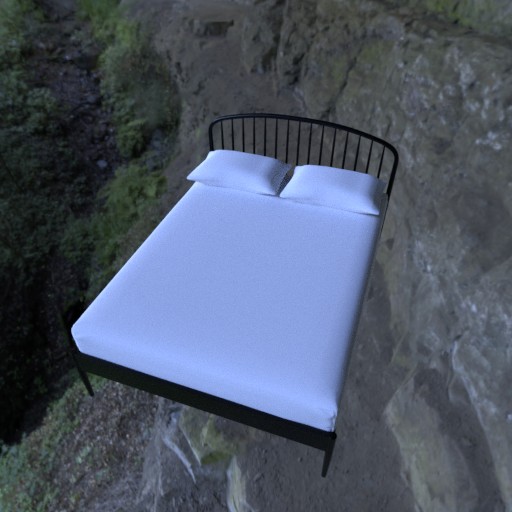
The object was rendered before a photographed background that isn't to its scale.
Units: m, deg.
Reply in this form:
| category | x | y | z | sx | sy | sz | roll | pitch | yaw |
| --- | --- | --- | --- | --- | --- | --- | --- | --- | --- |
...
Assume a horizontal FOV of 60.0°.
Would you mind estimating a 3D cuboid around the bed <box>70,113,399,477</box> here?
| category | x | y | z | sx | sy | sz | roll | pitch | yaw |
| --- | --- | --- | --- | --- | --- | --- | --- | --- | --- |
| bed | 0.000 | 0.000 | 3.128 | 1.618 | 1.166 | 2.159 | 13 | 43 | 14 |
